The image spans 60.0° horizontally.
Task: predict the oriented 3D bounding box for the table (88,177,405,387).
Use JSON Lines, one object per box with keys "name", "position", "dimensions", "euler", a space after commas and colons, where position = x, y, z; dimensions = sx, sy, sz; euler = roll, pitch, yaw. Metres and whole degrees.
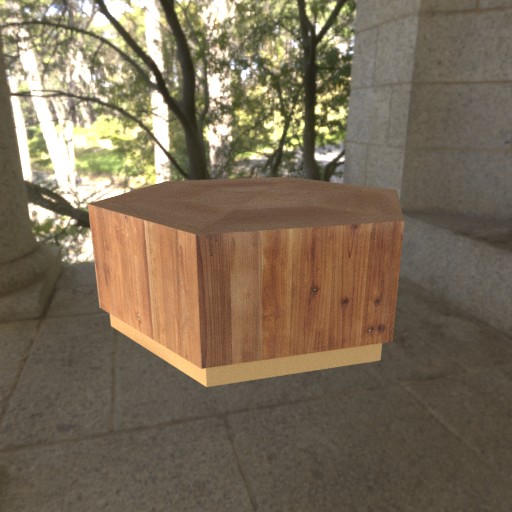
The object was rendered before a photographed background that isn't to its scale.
{"name": "table", "position": [0.000, 0.000, 1.679], "dimensions": [1.154, 0.456, 1.000], "euler": [16, 24, 42]}
